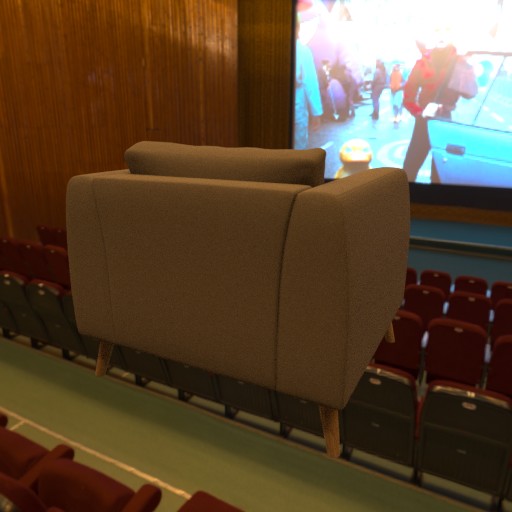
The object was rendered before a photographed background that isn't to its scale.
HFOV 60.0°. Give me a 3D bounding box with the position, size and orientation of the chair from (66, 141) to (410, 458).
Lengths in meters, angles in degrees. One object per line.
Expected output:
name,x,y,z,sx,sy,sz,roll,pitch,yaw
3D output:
chair,0.000,0.000,1.707,1.000,0.860,0.930,8,18,27
